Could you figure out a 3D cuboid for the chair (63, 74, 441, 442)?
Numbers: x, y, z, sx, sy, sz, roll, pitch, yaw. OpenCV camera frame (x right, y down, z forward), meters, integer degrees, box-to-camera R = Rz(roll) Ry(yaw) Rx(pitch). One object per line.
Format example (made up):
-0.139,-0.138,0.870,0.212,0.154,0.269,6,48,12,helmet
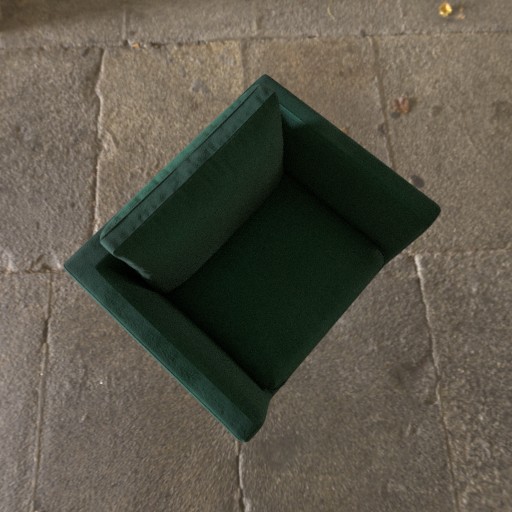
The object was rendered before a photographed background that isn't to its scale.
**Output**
0.000,0.000,1.763,0.852,0.997,1.047,41,78,10,chair
